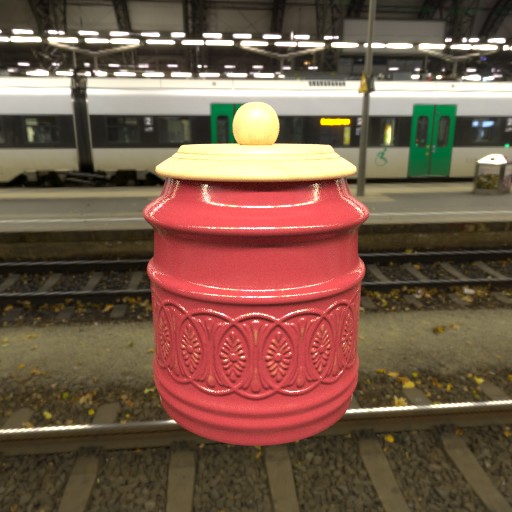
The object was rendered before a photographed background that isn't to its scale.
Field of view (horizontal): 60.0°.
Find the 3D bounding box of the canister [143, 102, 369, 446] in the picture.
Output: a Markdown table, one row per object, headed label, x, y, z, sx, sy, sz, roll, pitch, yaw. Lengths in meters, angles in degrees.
| label | x | y | z | sx | sy | sz | roll | pitch | yaw |
| --- | --- | --- | --- | --- | --- | --- | --- | --- | --- |
| canister | 0.000 | 0.000 | 0.269 | 0.130 | 0.176 | 0.130 | 0 | 15 | 0 |
